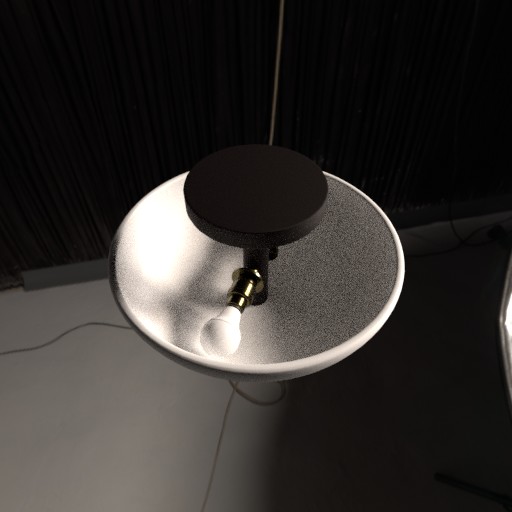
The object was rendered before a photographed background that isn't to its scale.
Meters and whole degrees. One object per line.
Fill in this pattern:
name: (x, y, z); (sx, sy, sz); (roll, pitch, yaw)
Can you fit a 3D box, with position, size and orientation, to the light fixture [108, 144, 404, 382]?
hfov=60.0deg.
light fixture: (0.000, 0.000, 0.522); (0.331, 0.212, 0.331); (0, 46, 0)
